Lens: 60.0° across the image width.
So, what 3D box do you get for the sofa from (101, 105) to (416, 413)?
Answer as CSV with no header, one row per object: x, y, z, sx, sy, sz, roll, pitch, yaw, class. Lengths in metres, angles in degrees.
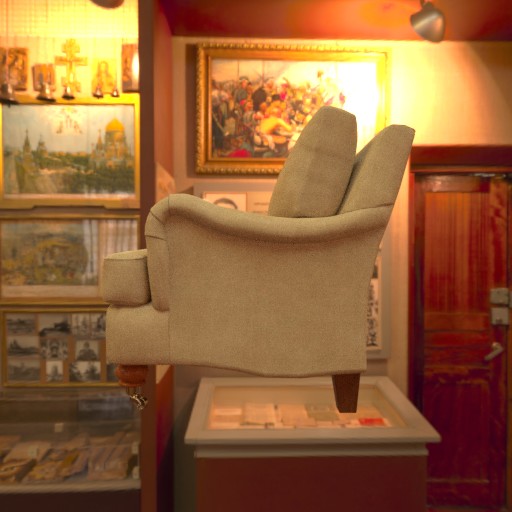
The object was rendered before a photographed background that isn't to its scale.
0.000,0.000,2.205,1.086,1.087,1.498,0,1,0,sofa
